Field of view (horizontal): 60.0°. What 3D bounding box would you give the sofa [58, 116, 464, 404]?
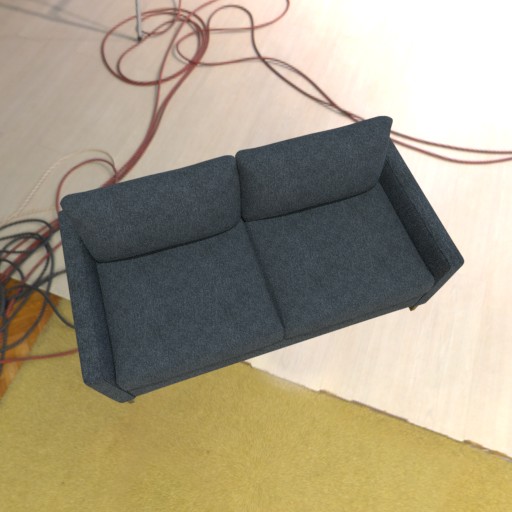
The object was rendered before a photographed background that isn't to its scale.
[{"bbox_3d":[0.000,0.000,2.186,1.716,0.862,0.866,-16,64,-8],"label":"sofa"}]
